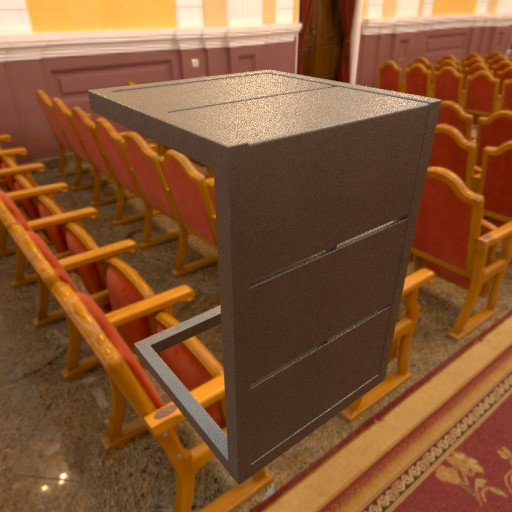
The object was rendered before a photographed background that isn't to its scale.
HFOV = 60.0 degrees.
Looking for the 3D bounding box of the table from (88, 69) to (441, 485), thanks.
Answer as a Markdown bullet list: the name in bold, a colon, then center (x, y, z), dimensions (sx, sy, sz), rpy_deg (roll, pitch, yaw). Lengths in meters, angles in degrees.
- **table**: center (0.000, 0.000, 0.876), dimensions (0.405, 0.609, 0.420), rpy_deg (-22, 37, -32)
